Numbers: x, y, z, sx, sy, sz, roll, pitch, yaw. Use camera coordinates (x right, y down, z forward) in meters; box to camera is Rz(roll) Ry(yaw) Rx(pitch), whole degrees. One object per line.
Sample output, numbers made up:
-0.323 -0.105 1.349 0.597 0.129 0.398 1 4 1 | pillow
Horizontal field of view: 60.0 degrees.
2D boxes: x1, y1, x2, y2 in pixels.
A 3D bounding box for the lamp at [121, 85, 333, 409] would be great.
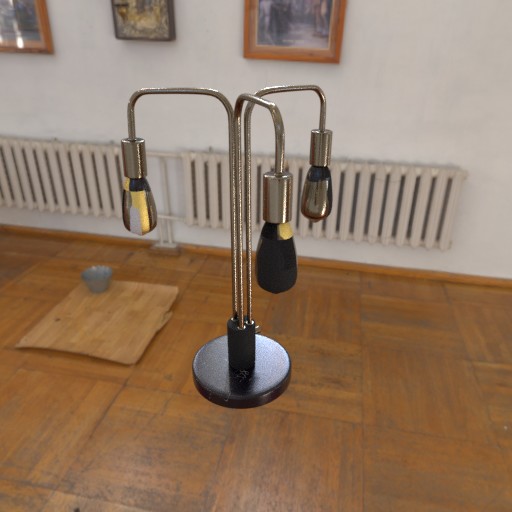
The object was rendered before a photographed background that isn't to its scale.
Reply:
0.000 0.000 0.793 0.368 0.560 0.355 -16 31 -30 | lamp
